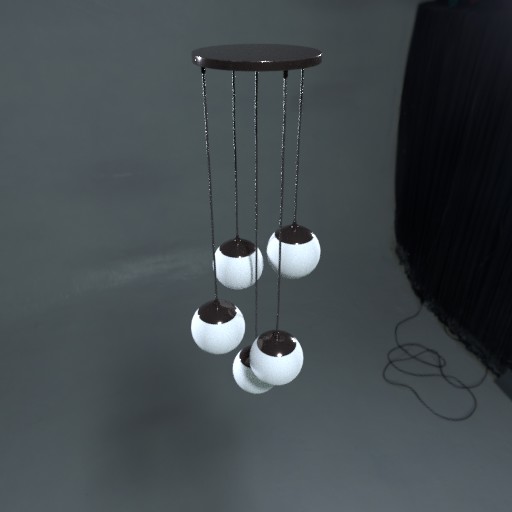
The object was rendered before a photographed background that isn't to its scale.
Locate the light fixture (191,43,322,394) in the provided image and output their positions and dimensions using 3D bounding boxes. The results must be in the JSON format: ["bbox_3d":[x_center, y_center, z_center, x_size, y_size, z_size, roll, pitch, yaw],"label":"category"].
[{"bbox_3d":[0.000,0.000,1.505,0.489,1.271,0.484,-10,33,-15],"label":"light fixture"}]
